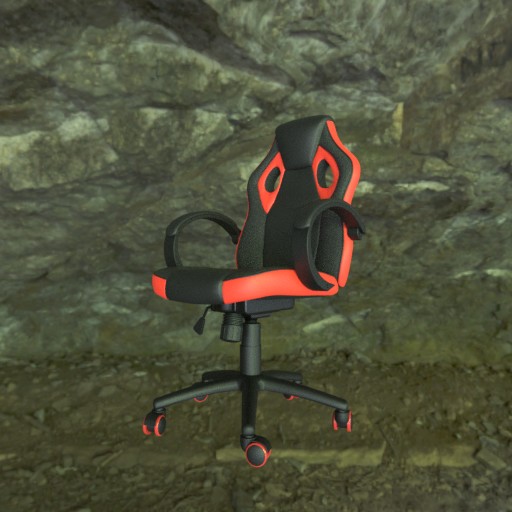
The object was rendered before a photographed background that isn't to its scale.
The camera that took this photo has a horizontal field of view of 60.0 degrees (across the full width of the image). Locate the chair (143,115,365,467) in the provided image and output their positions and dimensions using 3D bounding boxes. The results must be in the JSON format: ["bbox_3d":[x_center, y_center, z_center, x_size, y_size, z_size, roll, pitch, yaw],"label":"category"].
[{"bbox_3d":[0.000,0.000,1.408,0.600,1.016,0.642,-1,-1,37],"label":"chair"}]
